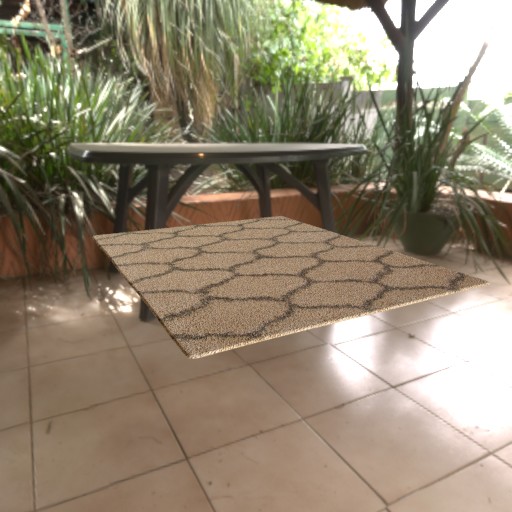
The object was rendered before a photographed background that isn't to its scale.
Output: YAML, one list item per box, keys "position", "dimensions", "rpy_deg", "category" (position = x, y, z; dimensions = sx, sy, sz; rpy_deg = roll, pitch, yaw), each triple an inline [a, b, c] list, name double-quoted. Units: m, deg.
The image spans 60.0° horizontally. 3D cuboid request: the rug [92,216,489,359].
- position: [0.000, 0.000, 4.043]
  dimensions: [2.399, 0.026, 3.000]
  rpy_deg: [-8, 18, -27]
  category: "rug"
